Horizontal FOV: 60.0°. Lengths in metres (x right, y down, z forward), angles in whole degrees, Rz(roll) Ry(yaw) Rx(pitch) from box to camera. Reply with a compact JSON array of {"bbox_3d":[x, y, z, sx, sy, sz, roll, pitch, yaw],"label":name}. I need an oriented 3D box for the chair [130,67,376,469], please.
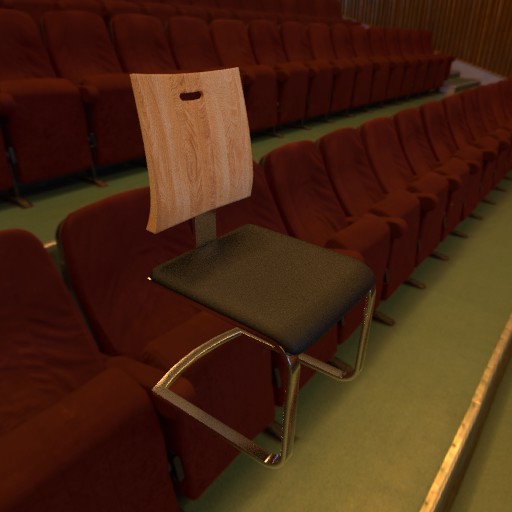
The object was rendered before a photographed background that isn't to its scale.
[{"bbox_3d":[0.000,0.000,1.226,0.560,0.936,0.462,18,31,33],"label":"chair"}]
